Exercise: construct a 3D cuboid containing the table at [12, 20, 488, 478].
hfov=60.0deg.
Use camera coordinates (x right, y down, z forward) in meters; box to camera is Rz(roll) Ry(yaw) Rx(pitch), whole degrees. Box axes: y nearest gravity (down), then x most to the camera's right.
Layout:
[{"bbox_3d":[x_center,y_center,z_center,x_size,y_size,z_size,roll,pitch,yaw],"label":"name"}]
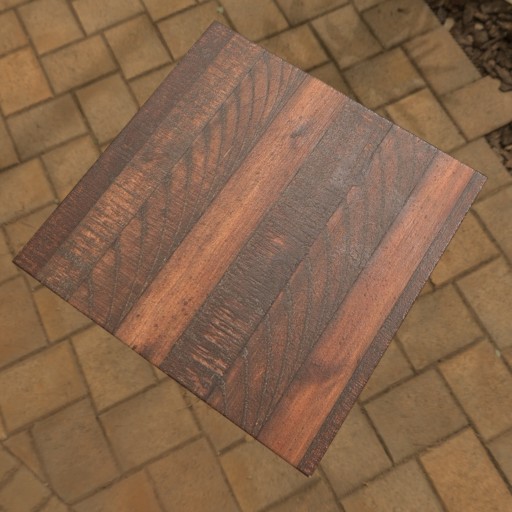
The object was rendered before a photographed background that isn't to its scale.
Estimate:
[{"bbox_3d":[0.000,0.000,0.944,0.553,0.482,0.548,33,78,8],"label":"table"}]
